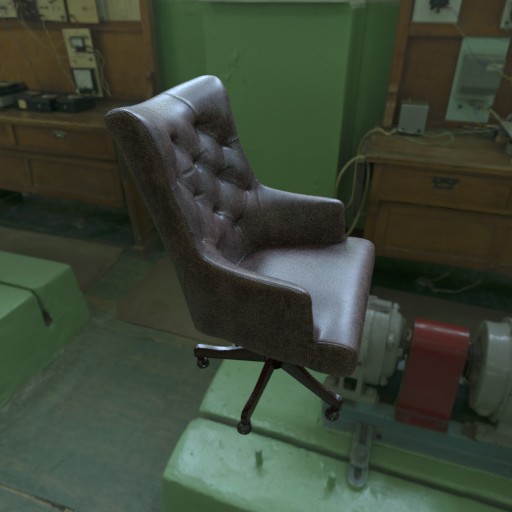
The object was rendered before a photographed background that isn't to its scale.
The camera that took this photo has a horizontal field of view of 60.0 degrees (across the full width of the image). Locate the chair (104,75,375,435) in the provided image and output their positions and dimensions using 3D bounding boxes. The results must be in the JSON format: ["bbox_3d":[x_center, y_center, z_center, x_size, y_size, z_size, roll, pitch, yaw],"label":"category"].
[{"bbox_3d":[0.000,0.000,1.485,0.762,1.035,0.641,9,32,15],"label":"chair"}]
